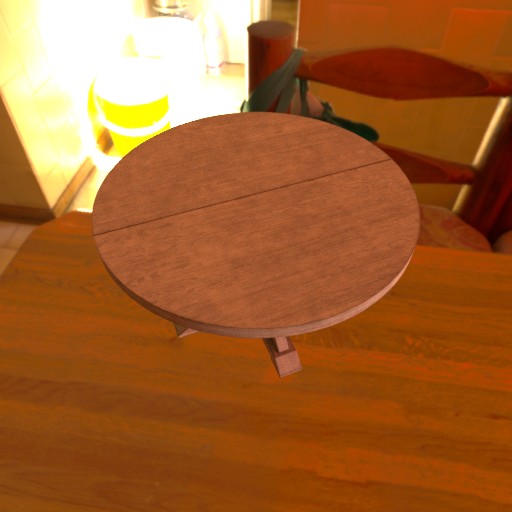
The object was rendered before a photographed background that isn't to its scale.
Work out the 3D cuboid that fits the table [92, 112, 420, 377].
[{"bbox_3d":[0.000,0.000,2.176,1.363,0.781,1.363,0,47,0],"label":"table"}]
